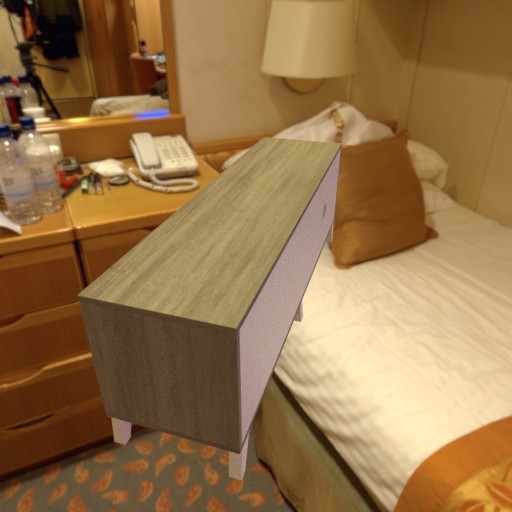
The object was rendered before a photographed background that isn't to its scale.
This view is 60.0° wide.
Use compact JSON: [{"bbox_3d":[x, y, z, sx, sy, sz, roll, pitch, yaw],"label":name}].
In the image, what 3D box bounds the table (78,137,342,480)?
[{"bbox_3d":[0.000,0.000,1.742,0.400,0.530,1.500,9,31,16],"label":"table"}]
